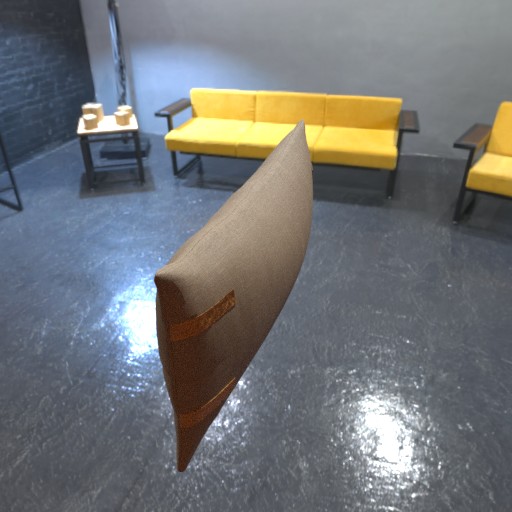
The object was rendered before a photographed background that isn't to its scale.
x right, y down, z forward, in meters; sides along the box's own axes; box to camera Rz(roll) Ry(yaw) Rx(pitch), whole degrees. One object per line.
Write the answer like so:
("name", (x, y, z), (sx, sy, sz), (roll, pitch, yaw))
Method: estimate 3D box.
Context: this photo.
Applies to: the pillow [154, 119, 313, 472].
("pillow", (0.000, 0.000, 0.742), (0.148, 0.308, 0.612), (10, 33, 16))
